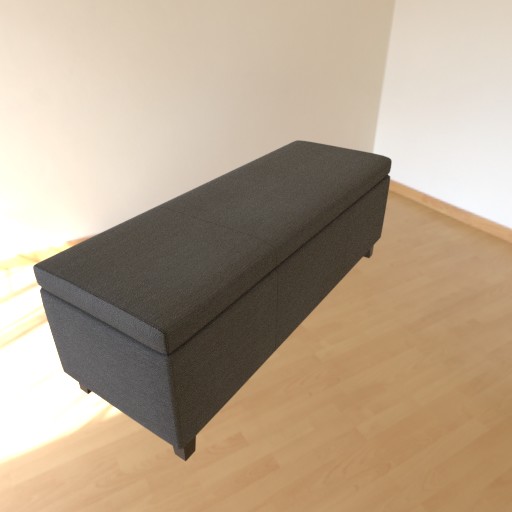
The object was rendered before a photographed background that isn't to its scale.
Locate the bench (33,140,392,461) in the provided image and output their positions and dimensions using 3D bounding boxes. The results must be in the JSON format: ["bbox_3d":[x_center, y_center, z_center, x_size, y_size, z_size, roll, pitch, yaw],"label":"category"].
[{"bbox_3d":[0.000,0.000,1.479,0.446,0.438,1.269,19,36,29],"label":"bench"}]
